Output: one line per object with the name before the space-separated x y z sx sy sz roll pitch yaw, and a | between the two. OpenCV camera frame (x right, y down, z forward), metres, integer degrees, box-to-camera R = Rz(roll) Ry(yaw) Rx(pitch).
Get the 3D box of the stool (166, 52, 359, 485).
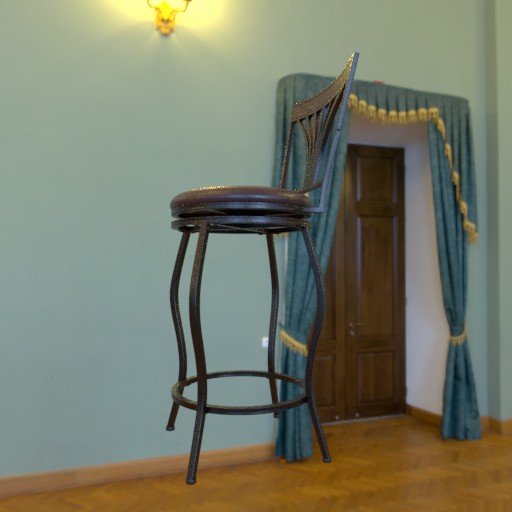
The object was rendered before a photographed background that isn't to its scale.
stool | 0.000 0.000 1.341 0.514 1.117 0.433 0 -1 -19
